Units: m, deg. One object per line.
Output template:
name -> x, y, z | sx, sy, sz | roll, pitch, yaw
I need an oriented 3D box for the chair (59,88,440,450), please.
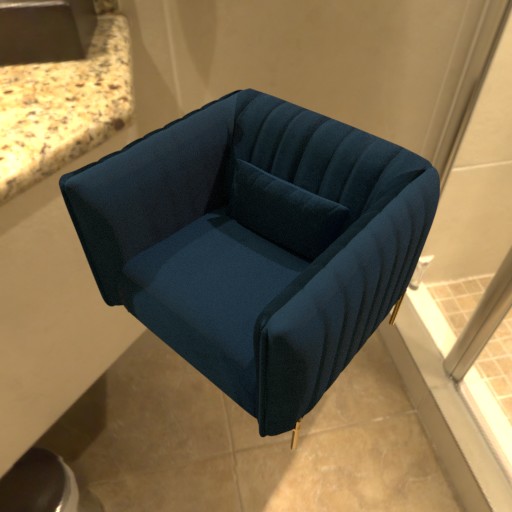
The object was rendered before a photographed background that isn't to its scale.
chair -> 0.000, 0.000, 1.625 | 0.947, 0.793, 0.877 | 32, 54, 27
